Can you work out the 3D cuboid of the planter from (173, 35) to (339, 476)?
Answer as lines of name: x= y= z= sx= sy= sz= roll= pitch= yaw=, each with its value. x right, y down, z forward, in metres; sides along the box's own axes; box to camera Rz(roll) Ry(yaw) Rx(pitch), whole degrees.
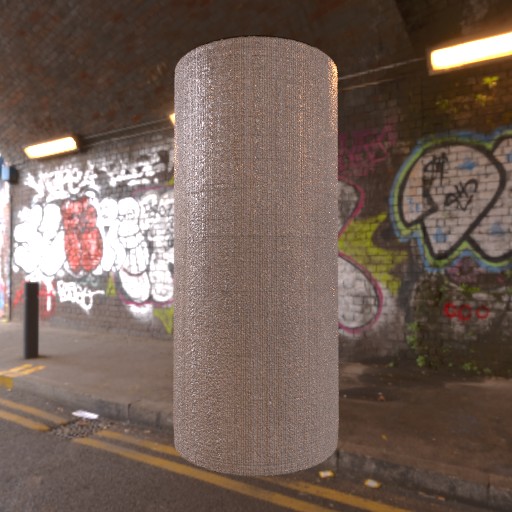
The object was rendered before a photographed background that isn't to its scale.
planter: x=0.000 y=0.000 z=0.125 sx=0.045 sy=0.103 sz=0.045 roll=0 pitch=-1 yaw=-19
